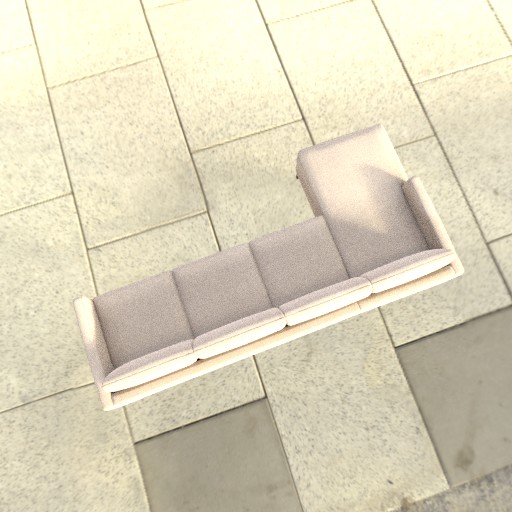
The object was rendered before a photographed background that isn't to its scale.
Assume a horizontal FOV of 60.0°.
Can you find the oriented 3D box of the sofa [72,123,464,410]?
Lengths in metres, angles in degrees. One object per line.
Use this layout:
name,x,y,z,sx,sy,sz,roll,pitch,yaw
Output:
sofa,0.000,0.000,3.633,2.923,0.816,1.469,-20,77,-5
